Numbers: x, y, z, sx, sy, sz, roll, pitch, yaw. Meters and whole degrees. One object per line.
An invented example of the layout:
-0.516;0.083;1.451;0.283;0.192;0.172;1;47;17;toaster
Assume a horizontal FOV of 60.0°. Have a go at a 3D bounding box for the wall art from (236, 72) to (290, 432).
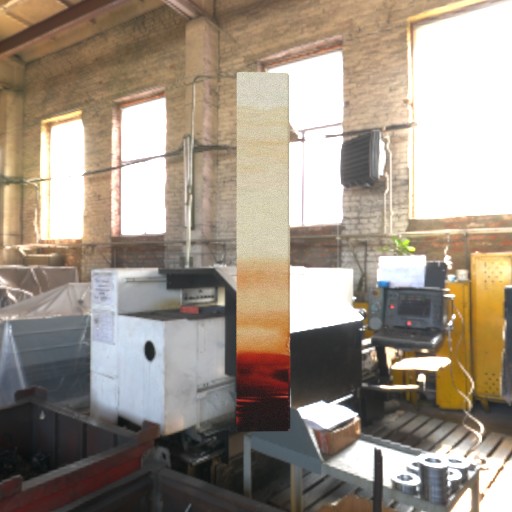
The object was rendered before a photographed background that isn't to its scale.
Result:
0.000;0.000;0.500;0.037;0.251;0.383;0;-1;-2;wall art
